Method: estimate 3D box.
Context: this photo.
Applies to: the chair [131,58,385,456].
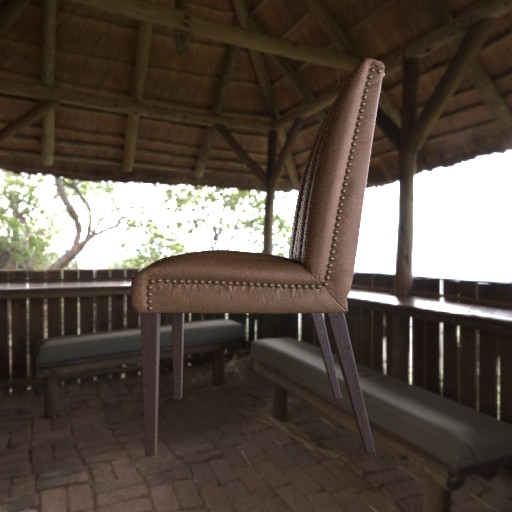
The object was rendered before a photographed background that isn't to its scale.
[{"bbox_3d":[0.000,0.000,1.348,0.647,1.016,0.511,0,1,-1],"label":"chair"}]
